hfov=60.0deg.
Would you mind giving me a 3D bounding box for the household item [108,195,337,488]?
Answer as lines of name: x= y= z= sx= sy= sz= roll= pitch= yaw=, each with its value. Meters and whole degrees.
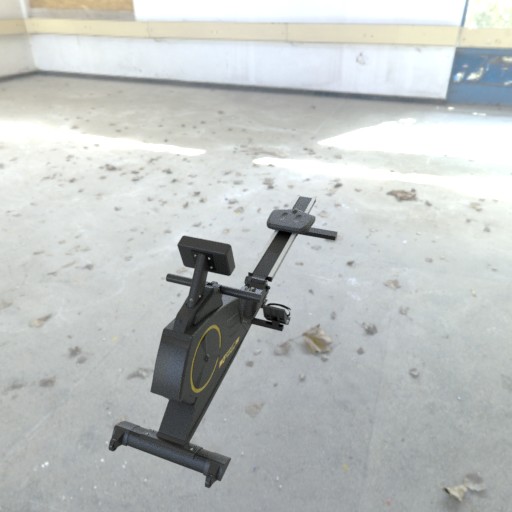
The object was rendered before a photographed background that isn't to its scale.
household item: x=0.000 y=0.000 z=2.502 sx=0.521 sy=0.810 sz=2.251 roll=11 pitch=33 yaw=18
